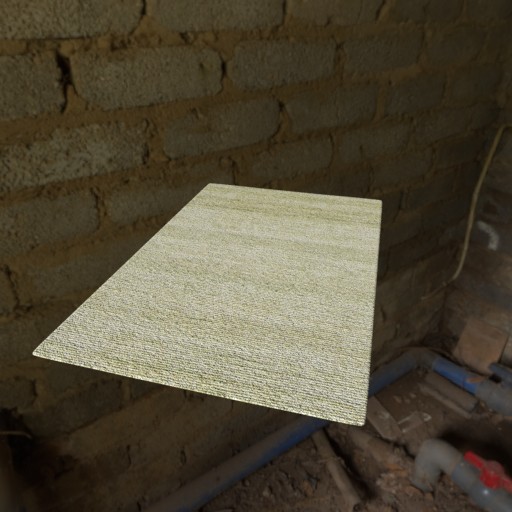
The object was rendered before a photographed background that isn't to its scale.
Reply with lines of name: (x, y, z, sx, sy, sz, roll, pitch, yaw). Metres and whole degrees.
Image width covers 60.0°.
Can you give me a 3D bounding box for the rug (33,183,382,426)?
rug: (0.000, 0.000, 2.143, 1.143, 0.010, 1.758, 8, 31, 13)
